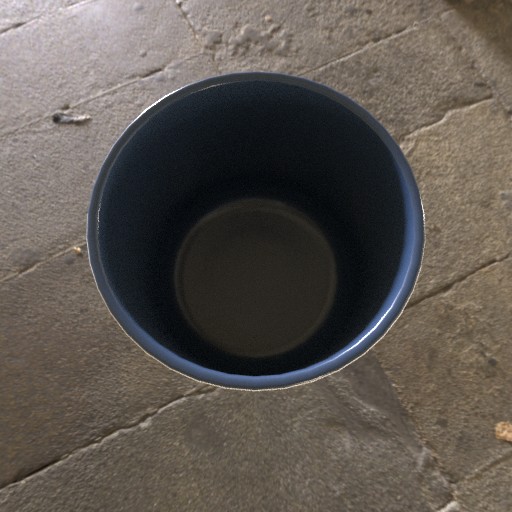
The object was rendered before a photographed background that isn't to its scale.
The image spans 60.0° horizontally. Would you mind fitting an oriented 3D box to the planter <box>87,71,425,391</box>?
[{"bbox_3d":[0.000,0.000,0.275,0.159,0.144,0.159,0,74,0],"label":"planter"}]
